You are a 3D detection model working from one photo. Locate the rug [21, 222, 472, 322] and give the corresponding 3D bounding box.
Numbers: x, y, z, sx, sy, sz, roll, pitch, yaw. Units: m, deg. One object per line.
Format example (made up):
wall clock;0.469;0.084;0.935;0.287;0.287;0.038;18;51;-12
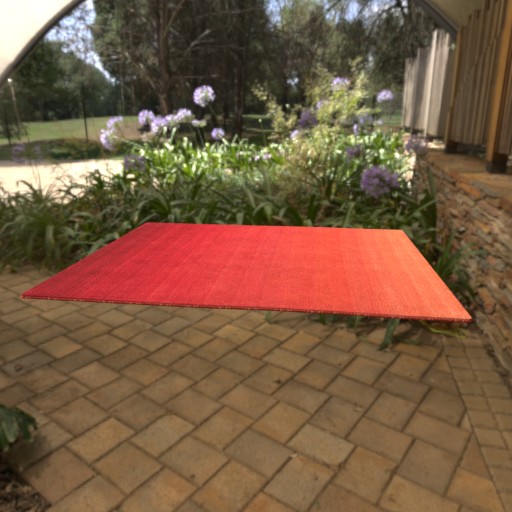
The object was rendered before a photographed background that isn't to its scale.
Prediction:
rug;0.000;0.000;3.905;2.905;0.028;2.340;2;17;7
